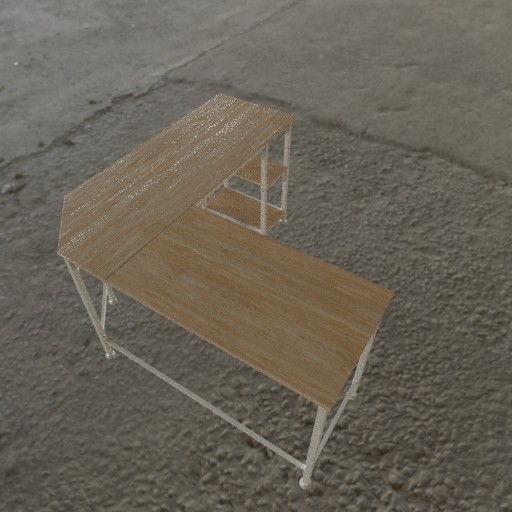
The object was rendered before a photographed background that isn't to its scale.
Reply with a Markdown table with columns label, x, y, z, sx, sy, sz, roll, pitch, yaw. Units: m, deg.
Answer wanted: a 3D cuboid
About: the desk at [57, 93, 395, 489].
| label | x | y | z | sx | sy | sz | roll | pitch | yaw |
| --- | --- | --- | --- | --- | --- | --- | --- | --- | --- |
| desk | 0.000 | 0.000 | 2.159 | 1.379 | 0.739 | 1.379 | 25 | 51 | 22 |
